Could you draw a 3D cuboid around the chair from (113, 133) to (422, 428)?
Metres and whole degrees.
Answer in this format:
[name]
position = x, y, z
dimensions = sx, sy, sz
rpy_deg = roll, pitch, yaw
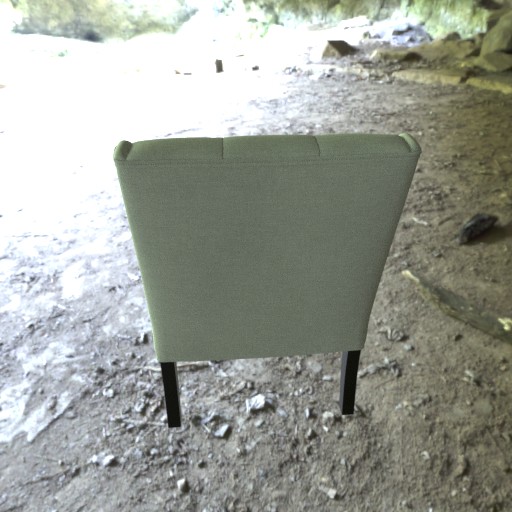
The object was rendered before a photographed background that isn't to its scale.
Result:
[chair]
position = 0.000, 0.000, 1.269
dimensions = 0.569, 0.853, 0.676
rpy_deg = -3, 31, -4
